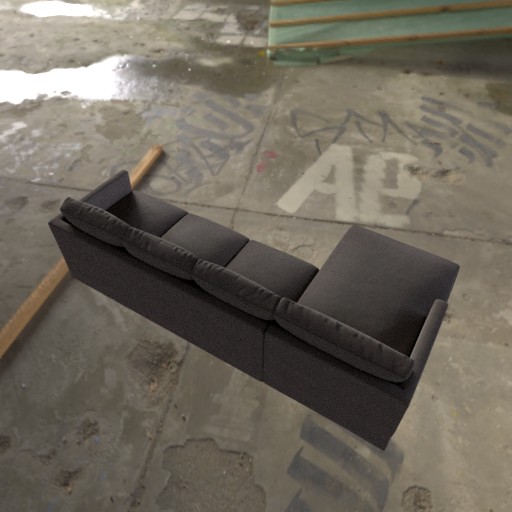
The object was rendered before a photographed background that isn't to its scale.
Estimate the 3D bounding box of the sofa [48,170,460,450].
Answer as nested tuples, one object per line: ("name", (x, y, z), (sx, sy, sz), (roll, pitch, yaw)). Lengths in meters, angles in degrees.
("sofa", (0.000, 0.000, 3.893), (3.205, 0.922, 1.650), (24, 50, 21))
